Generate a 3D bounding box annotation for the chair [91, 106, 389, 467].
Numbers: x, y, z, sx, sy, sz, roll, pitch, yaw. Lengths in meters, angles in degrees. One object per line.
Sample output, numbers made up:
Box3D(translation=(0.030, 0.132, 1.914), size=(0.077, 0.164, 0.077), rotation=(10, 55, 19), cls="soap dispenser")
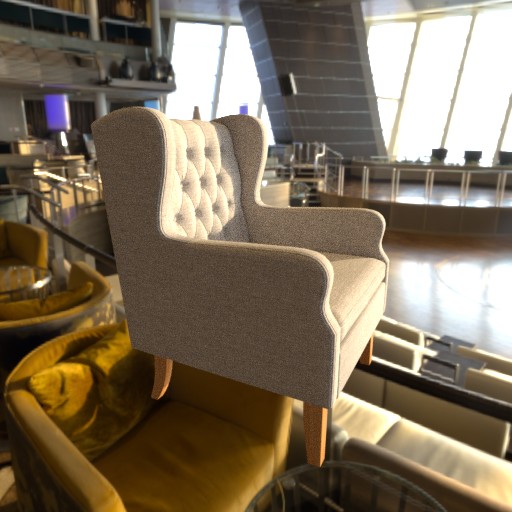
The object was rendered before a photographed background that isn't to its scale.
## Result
Box3D(translation=(0.000, 0.000, 1.482), size=(0.760, 0.930, 0.710), rotation=(8, 17, 25), cls="chair")
